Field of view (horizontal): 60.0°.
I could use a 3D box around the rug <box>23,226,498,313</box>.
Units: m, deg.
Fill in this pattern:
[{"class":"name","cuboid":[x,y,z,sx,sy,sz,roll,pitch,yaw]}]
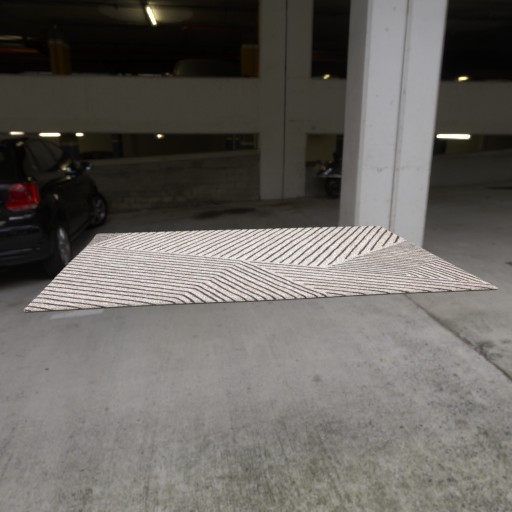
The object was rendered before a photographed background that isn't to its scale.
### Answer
[{"class":"rug","cuboid":[0.000,0.000,2.281,1.842,0.019,1.237,-2,16,-7]}]
